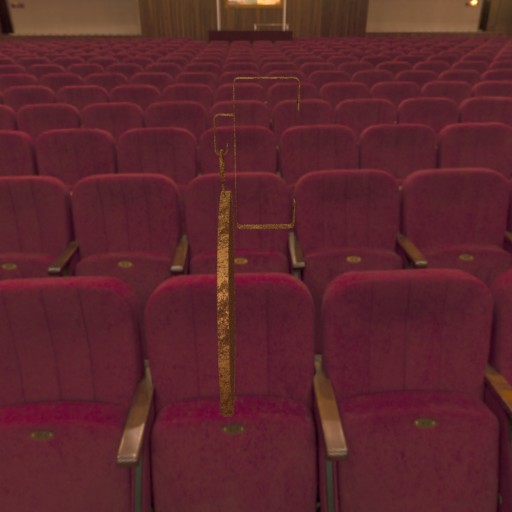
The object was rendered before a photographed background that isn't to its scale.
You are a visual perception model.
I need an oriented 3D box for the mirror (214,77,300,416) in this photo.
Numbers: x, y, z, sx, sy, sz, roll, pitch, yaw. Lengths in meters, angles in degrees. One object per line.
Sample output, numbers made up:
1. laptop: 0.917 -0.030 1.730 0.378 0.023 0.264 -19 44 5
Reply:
1. mirror: 0.000 0.000 0.869 0.144 0.651 0.447 -1 26 -1
